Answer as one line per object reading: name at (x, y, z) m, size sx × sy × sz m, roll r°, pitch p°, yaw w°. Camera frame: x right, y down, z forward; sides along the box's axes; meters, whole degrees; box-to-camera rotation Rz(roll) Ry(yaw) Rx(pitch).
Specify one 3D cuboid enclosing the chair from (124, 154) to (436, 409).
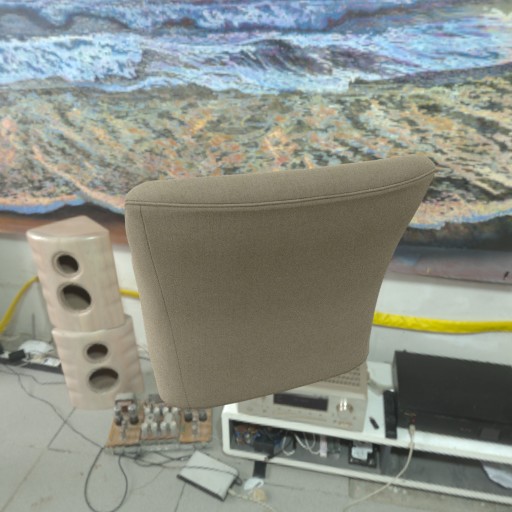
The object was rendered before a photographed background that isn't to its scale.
chair at (0.000, 0.000, 1.569) m, size 0.864 × 0.856 × 0.923 m, roll -9°, pitch 29°, yaw -17°
